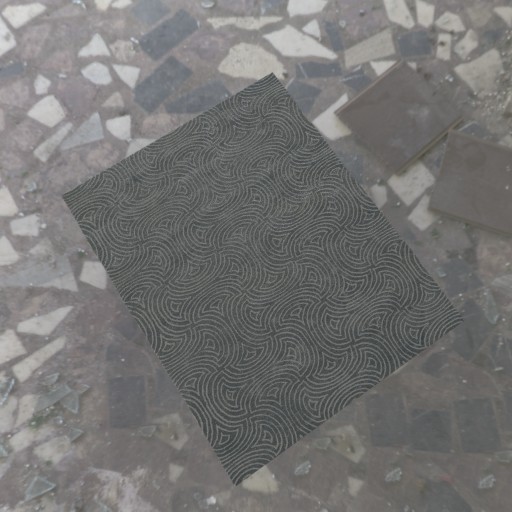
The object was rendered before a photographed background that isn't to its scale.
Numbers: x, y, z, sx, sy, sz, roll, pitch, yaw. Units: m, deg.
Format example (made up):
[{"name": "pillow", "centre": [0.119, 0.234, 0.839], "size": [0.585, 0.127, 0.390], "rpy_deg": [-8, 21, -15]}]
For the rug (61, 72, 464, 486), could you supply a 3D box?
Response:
[{"name": "rug", "centre": [0.000, 0.000, 4.085], "size": [2.456, 0.021, 3.042], "rpy_deg": [-33, 78, -8]}]
